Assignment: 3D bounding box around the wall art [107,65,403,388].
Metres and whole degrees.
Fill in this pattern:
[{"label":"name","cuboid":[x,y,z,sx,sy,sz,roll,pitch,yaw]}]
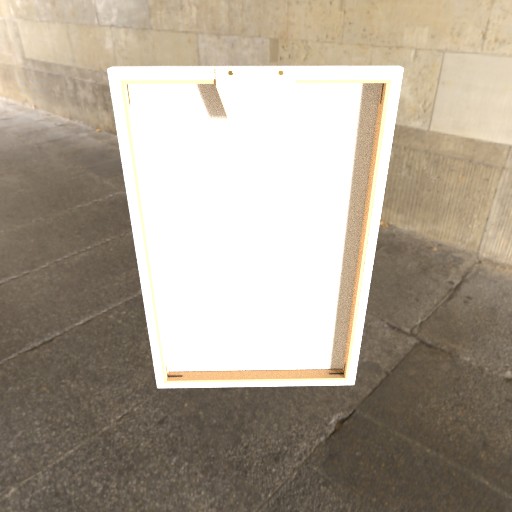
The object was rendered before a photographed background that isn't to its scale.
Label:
[{"label":"wall art","cuboid":[0.000,0.000,1.139,0.602,0.902,0.048,-1,30,-1]}]
